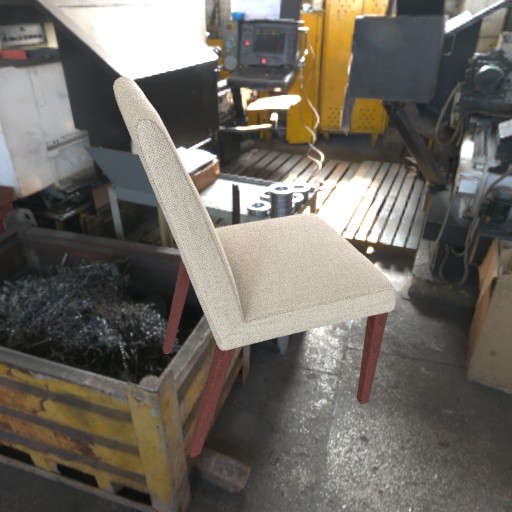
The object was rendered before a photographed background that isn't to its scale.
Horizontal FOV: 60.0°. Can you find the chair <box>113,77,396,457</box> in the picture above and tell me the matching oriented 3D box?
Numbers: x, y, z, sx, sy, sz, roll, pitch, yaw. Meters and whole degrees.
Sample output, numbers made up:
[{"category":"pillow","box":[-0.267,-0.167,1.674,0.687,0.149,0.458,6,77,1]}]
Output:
[{"category":"chair","box":[0.000,0.000,1.197,0.594,0.900,0.480,-10,32,-17]}]
